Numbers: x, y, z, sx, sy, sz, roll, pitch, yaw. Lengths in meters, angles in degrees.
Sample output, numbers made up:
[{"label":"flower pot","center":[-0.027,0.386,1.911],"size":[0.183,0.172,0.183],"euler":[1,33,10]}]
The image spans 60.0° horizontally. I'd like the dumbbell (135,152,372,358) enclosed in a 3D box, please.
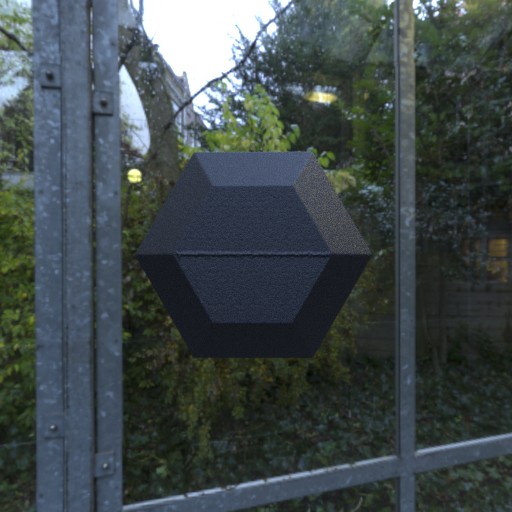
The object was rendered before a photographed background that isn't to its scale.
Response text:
[{"label":"dumbbell","center":[0.000,0.000,0.315],"size":[0.106,0.092,0.272],"euler":[0,0,1]}]
